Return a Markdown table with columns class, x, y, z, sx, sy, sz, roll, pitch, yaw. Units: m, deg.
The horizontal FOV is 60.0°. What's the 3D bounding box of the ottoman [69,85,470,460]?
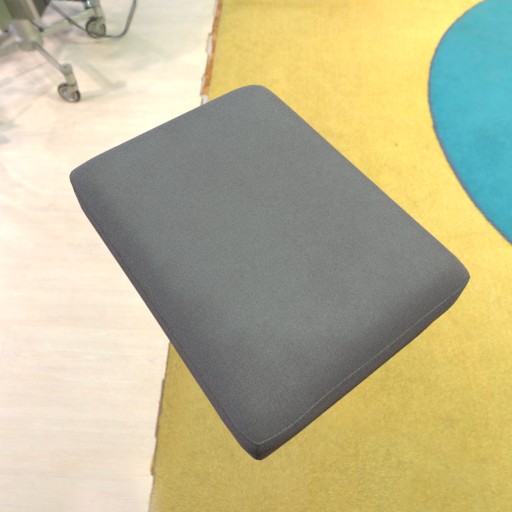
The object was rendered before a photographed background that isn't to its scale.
| class | x | y | z | sx | sy | sz | roll | pitch | yaw |
| --- | --- | --- | --- | --- | --- | --- | --- | --- | --- |
| ottoman | 0.000 | 0.000 | 1.147 | 0.608 | 0.449 | 0.811 | -32 | 64 | -18 |
